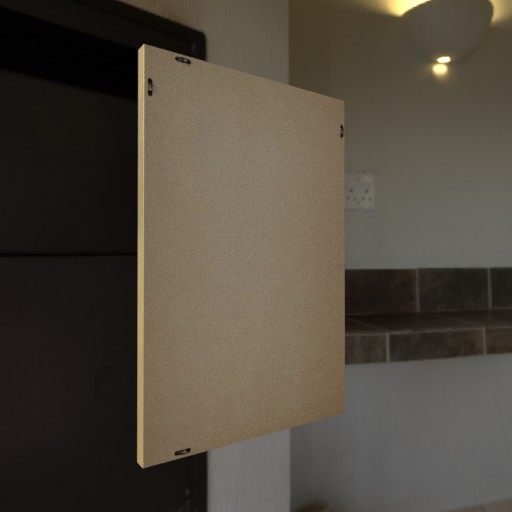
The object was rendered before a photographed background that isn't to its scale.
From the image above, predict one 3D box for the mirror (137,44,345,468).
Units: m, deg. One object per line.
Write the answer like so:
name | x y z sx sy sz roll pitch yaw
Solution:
mirror | 0.000 0.000 1.139 0.609 0.915 0.040 0 -1 -34
